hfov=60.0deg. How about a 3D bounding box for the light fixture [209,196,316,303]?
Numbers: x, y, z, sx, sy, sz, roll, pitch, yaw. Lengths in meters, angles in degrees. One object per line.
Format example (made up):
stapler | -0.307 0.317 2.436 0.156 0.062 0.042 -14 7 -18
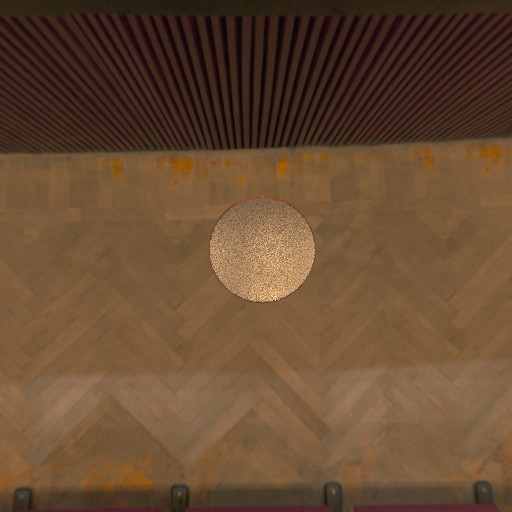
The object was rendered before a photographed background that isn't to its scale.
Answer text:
light fixture | 0.000 0.000 0.840 0.139 0.764 0.139 0 89 -1
